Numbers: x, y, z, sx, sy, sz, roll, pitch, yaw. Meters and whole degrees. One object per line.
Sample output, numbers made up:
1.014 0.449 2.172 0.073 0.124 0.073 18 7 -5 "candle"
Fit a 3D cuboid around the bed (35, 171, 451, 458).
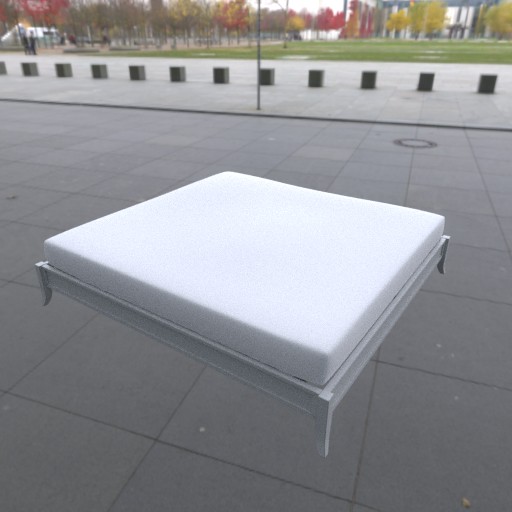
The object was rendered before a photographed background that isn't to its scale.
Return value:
0.000 0.000 3.052 2.108 0.510 2.007 17 31 31 "bed"
